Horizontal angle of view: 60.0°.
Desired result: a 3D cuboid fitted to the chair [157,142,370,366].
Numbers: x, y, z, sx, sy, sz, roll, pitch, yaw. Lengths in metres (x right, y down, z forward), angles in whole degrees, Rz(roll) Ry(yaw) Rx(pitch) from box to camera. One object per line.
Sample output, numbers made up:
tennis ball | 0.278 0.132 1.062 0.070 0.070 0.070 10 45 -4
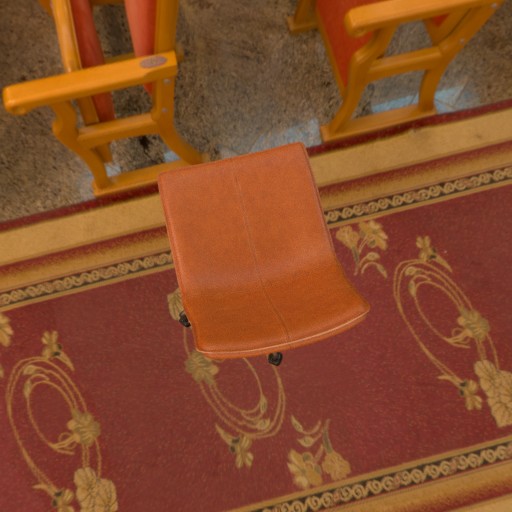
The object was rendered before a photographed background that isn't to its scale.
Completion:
chair | 0.000 0.000 1.341 0.651 0.920 0.660 -13 76 -3
